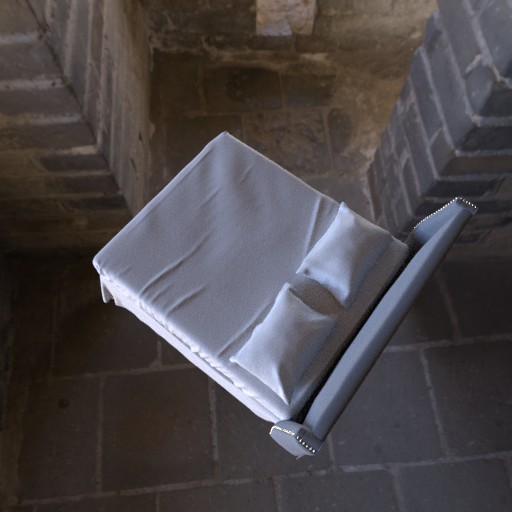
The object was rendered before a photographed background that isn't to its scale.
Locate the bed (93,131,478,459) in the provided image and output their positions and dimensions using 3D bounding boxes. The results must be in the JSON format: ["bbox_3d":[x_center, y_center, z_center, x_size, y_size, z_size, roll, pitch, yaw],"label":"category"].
[{"bbox_3d":[0.000,0.000,3.473,2.276,1.332,1.925,35,70,15],"label":"bed"}]
